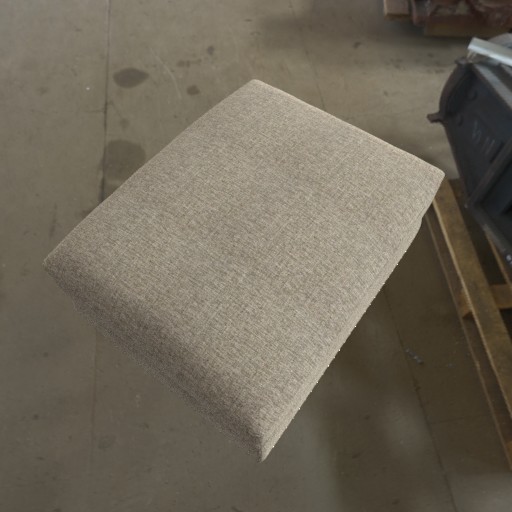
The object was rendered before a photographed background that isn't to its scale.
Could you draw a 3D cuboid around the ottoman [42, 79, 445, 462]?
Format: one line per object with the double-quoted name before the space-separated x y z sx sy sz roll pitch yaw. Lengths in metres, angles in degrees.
"ottoman" 0.000 0.000 1.119 0.584 0.513 0.741 33 65 18
